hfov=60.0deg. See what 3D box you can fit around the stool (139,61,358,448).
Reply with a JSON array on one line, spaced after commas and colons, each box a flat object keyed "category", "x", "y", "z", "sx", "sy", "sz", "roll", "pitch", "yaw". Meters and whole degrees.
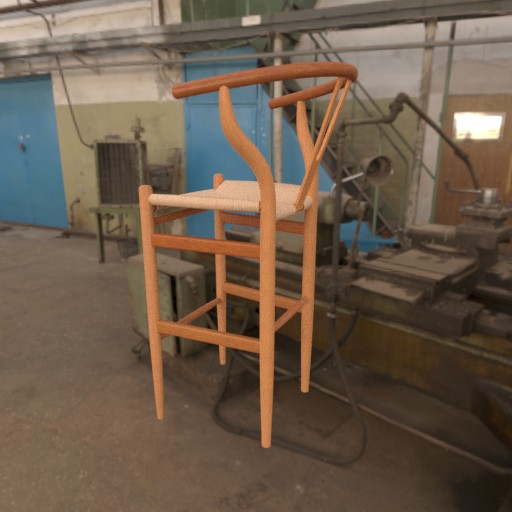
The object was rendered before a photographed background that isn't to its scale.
[{"category": "stool", "x": 0.000, "y": 0.000, "z": 1.375, "sx": 0.561, "sy": 1.068, "sz": 0.574, "roll": 8, "pitch": 17, "yaw": 26}]
